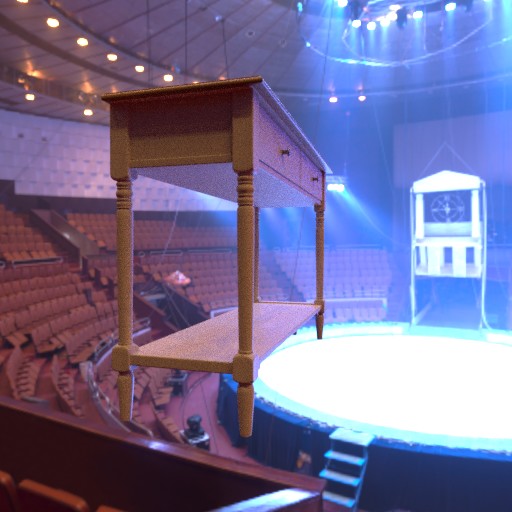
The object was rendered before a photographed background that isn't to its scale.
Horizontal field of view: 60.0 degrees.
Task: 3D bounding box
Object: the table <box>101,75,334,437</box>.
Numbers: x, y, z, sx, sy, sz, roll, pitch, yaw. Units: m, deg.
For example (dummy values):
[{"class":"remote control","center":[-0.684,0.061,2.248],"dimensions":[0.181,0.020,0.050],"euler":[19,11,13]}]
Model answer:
[{"class":"table","center":[0.000,0.000,1.585],"dimensions":[0.399,0.800,1.219],"euler":[0,1,17]}]
